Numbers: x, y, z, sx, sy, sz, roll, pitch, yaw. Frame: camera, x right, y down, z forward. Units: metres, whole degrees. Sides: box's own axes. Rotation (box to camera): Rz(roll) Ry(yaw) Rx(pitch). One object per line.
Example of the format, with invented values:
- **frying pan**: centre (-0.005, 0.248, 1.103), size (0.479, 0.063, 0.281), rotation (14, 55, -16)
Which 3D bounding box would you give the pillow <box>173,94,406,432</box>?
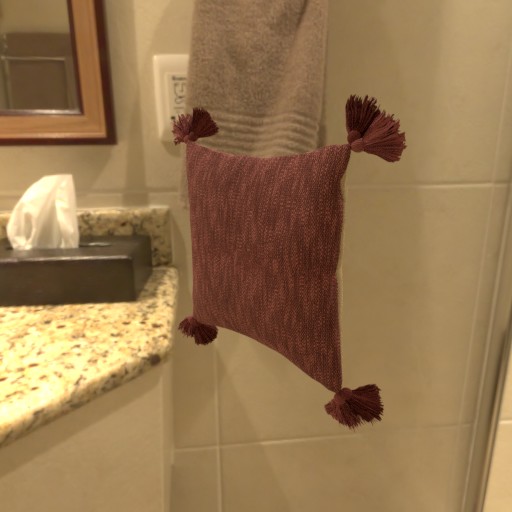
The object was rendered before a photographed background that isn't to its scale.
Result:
- **pillow**: centre (0.000, 0.000, 0.983), size (0.138, 0.659, 0.641), rotation (-15, 22, -43)
